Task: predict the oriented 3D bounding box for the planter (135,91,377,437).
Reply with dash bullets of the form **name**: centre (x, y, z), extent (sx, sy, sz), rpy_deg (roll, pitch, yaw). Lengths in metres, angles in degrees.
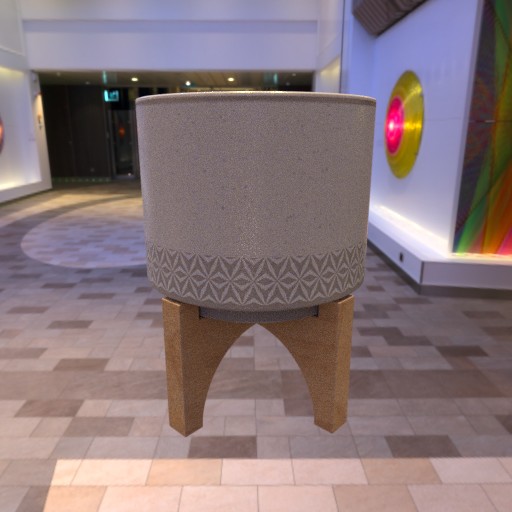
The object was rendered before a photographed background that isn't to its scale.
- **planter**: centre (0.000, 0.000, 0.270), extent (0.130, 0.178, 0.130), rpy_deg (0, 16, 0)
